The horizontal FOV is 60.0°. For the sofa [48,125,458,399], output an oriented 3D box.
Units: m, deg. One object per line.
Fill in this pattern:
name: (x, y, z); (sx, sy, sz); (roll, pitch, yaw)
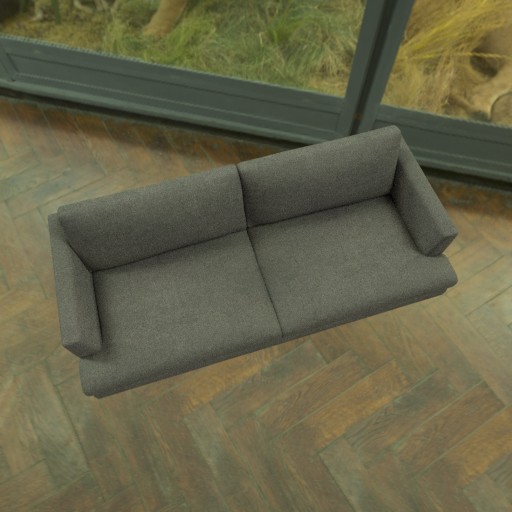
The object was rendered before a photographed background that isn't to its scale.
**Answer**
sofa: (0.000, 0.000, 2.700); (2.250, 0.868, 1.020); (-15, 64, -8)
